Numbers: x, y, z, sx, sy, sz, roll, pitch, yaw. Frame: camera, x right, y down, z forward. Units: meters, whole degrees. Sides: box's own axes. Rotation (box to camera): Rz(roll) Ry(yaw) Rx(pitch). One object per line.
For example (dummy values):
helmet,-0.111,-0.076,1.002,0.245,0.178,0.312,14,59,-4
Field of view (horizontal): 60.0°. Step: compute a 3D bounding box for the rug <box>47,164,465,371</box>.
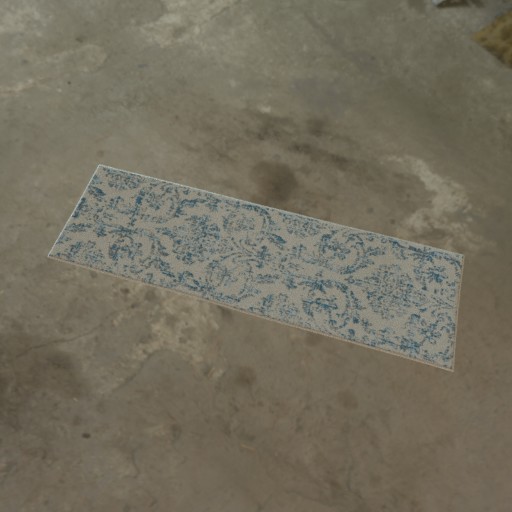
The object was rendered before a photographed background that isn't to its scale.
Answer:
rug,0.000,0.000,2.433,2.196,0.011,0.662,15,64,7
